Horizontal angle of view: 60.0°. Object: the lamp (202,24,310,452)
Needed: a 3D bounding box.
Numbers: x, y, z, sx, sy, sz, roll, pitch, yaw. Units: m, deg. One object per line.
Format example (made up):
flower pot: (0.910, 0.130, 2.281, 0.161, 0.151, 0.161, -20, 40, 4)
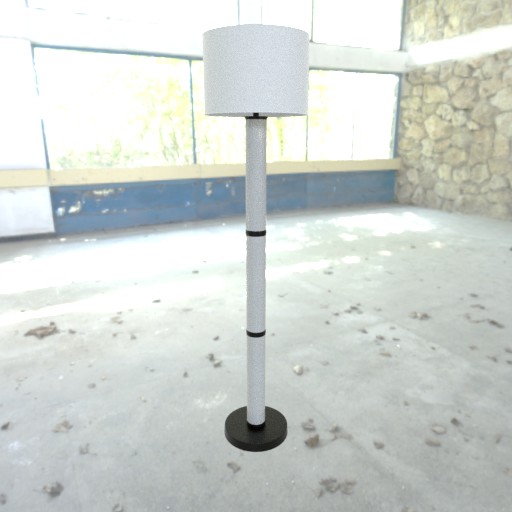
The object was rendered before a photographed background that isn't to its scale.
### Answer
lamp: (0.000, 0.000, 1.757, 0.377, 1.599, 0.377, -7, 17, -25)
